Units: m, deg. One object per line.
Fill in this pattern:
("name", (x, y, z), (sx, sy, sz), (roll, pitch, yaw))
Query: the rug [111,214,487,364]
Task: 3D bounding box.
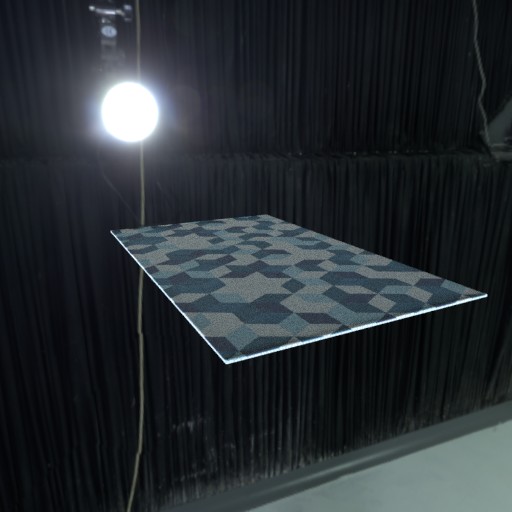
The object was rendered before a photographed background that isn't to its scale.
("rug", (0.000, 0.000, 3.064), (1.518, 0.015, 2.438), (-8, 19, -26))
